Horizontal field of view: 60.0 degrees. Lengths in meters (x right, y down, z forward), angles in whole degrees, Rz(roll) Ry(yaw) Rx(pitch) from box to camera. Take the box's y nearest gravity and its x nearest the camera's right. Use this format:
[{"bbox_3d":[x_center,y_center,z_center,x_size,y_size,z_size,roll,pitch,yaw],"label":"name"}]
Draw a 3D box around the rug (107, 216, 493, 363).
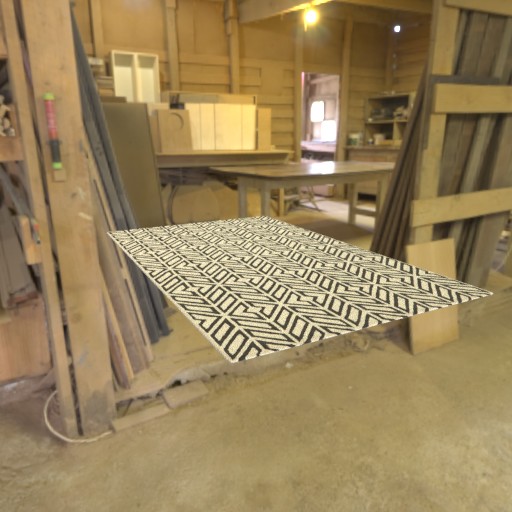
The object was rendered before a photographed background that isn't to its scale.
[{"bbox_3d":[0.000,0.000,3.000,1.523,0.008,2.438,-8,18,-27],"label":"rug"}]
